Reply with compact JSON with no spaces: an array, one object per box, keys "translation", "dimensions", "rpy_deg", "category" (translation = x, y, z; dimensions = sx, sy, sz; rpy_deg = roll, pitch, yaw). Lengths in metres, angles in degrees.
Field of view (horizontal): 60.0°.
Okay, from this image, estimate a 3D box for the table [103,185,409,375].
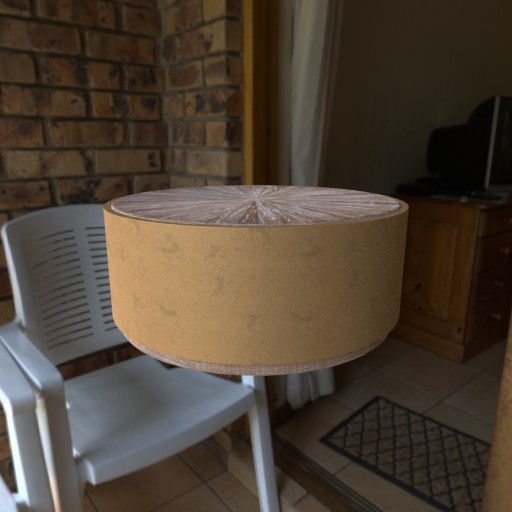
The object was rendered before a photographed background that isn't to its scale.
[{"translation":[0.000,0.000,1.580],"dimensions":[1.001,0.409,1.001],"rpy_deg":[0,15,0],"category":"table"}]
